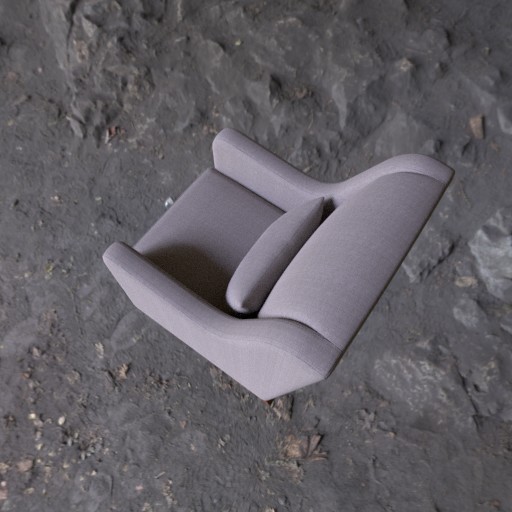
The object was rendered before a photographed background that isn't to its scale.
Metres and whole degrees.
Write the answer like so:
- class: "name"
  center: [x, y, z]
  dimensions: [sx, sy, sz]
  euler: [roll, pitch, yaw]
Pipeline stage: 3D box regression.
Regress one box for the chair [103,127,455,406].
- class: "chair"
  center: [0.000, 0.000, 1.642]
  dimensions: [0.890, 1.017, 0.715]
  euler: [32, 68, 15]
